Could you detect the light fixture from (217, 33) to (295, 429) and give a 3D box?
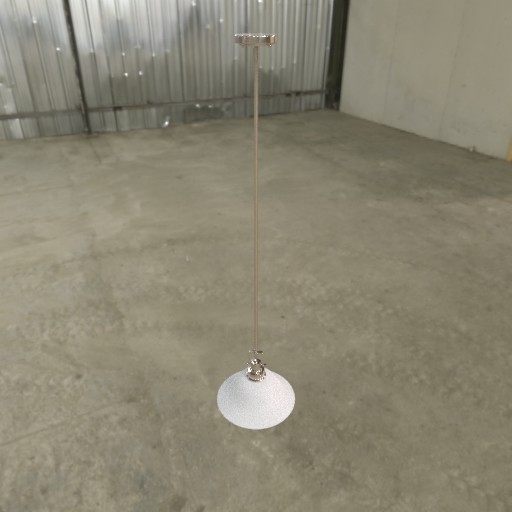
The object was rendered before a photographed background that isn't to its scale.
[{"bbox_3d":[0.000,0.000,1.512,0.324,1.354,0.324,2,30,3],"label":"light fixture"}]
